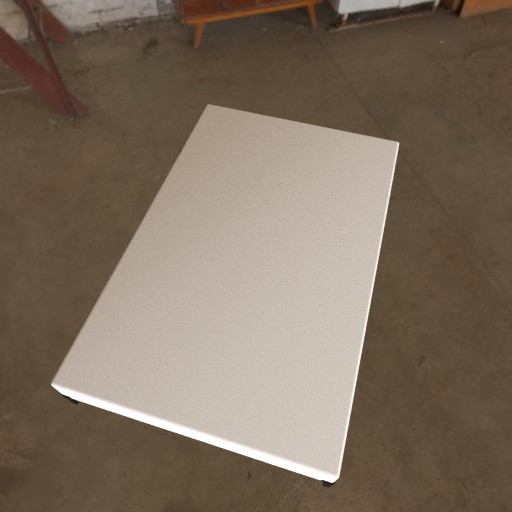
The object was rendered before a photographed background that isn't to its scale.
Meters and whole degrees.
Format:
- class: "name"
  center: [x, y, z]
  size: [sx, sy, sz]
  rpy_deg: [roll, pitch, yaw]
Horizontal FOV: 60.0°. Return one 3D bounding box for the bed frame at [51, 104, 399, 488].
- class: "bed frame"
  center: [0.000, 0.000, 3.705]
  size: [1.930, 0.440, 2.987]
  rpy_deg: [14, 58, 9]
